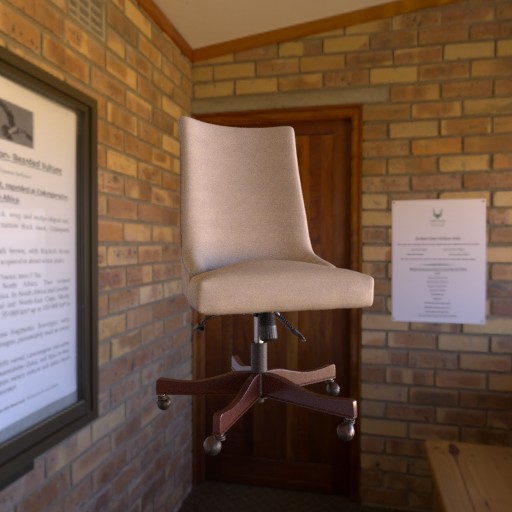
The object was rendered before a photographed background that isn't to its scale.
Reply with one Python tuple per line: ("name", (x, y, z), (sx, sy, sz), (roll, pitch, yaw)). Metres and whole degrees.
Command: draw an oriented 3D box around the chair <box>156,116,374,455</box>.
("chair", (0.000, 0.000, 1.472), (0.645, 1.010, 0.696), (0, 1, -19))
